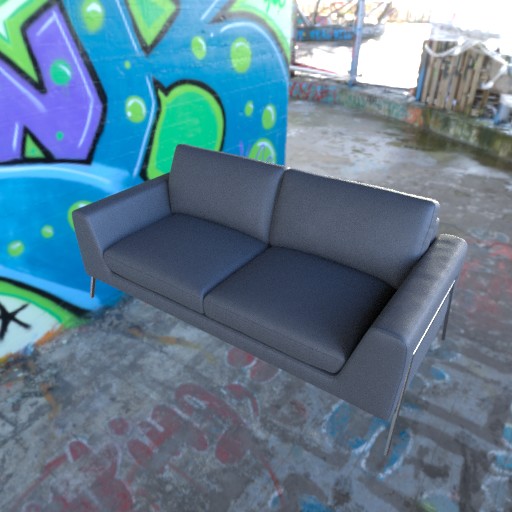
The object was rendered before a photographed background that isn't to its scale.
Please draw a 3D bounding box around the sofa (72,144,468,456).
[{"bbox_3d":[0.000,0.000,2.506,2.017,0.875,0.953,20,36,30],"label":"sofa"}]
